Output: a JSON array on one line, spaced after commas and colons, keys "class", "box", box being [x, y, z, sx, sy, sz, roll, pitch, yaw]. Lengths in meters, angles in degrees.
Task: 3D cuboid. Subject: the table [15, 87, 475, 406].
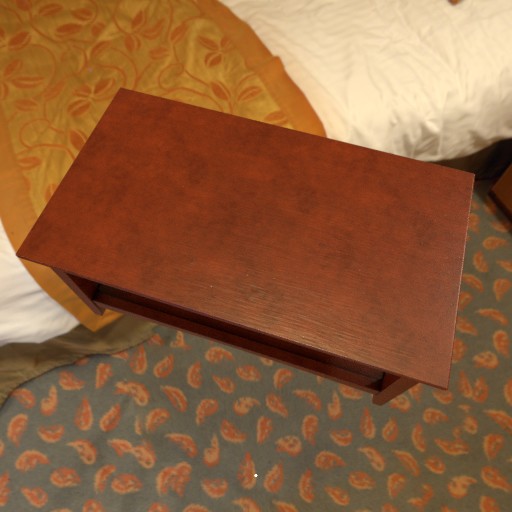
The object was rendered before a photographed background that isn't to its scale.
[{"class": "table", "box": [0.000, 0.000, 1.225, 0.943, 0.456, 0.533, 16, 65, 8]}]
